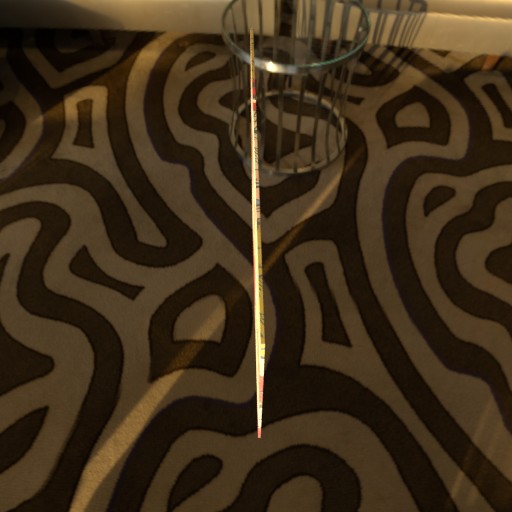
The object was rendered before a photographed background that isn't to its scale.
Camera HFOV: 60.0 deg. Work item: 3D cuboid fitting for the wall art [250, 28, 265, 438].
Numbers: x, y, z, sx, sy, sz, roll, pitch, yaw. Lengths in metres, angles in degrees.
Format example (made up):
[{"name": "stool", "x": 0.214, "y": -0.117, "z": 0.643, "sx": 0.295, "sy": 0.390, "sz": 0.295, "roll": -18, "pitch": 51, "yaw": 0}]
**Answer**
[{"name": "wall art", "x": 0.000, "y": 0.000, "z": 2.297, "sx": 0.013, "sy": 1.534, "sz": 1.519, "roll": -1, "pitch": 59, "yaw": -1}]
